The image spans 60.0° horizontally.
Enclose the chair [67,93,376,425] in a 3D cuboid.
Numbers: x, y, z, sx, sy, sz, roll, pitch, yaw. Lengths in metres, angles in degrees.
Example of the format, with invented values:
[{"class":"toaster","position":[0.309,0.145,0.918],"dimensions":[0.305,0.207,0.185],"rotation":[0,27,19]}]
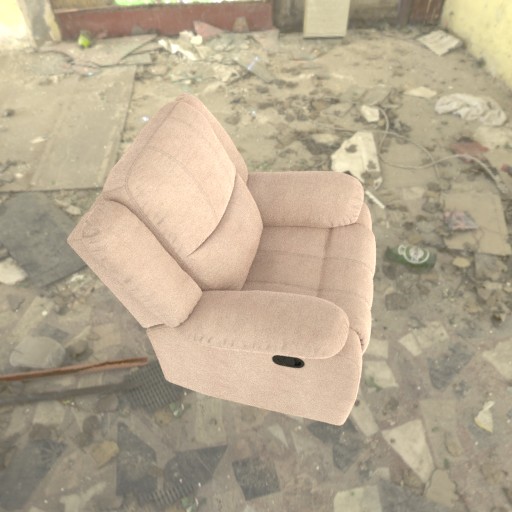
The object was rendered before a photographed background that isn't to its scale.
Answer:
[{"class":"chair","position":[0.000,0.000,1.726],"dimensions":[0.944,1.008,0.899],"rotation":[10,48,9]}]
